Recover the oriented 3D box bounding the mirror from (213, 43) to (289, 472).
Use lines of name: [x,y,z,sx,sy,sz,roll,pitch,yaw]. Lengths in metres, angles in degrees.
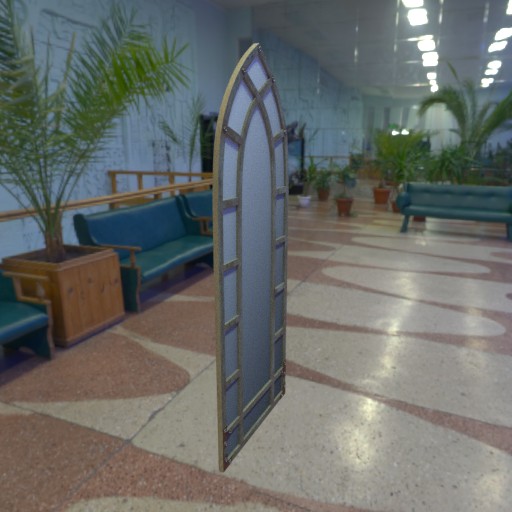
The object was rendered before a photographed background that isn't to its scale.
mirror: [0.000,0.000,1.332,0.025,1.175,0.464,7,16,25]
